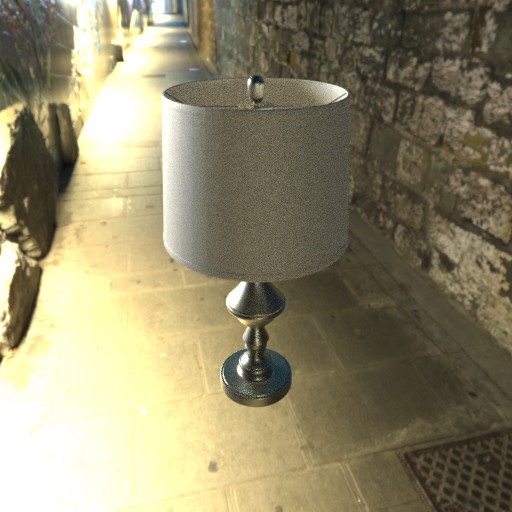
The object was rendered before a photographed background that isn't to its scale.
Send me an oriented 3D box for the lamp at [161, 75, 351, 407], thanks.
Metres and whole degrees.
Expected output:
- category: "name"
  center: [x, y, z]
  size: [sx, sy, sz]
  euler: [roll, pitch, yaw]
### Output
- category: "lamp"
  center: [0.000, 0.000, 0.961]
  size: [0.383, 0.733, 0.383]
  euler: [0, 30, 0]
